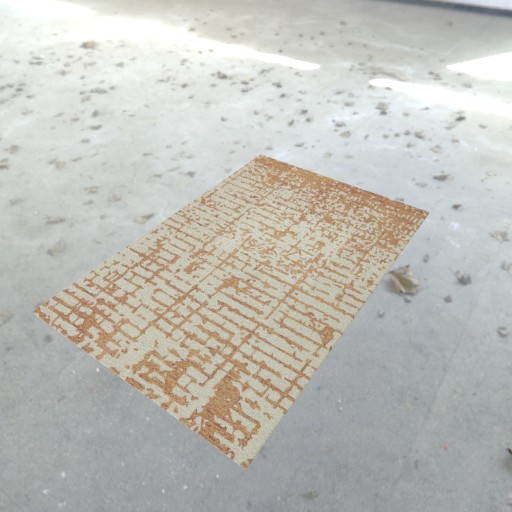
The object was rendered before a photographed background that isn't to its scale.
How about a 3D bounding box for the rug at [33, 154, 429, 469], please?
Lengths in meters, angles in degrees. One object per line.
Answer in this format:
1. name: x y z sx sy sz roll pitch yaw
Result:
1. rug: 0.000 0.000 2.326 1.219 0.011 1.829 25 47 26
